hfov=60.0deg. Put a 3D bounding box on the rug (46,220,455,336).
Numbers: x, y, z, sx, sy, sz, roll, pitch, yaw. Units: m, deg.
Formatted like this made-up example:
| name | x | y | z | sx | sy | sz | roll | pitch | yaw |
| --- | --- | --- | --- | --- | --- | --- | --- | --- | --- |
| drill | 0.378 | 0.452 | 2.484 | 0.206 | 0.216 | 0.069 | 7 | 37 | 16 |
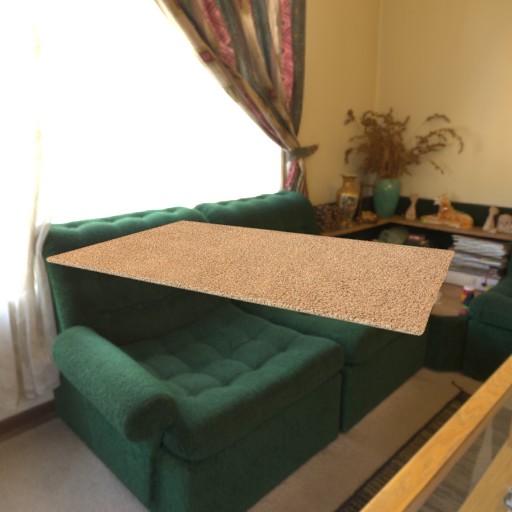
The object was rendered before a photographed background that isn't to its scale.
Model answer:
| name | x | y | z | sx | sy | sz | roll | pitch | yaw |
| --- | --- | --- | --- | --- | --- | --- | --- | --- | --- |
| rug | 0.000 | 0.000 | 3.103 | 2.438 | 0.030 | 1.524 | 8 | 18 | 27 |
